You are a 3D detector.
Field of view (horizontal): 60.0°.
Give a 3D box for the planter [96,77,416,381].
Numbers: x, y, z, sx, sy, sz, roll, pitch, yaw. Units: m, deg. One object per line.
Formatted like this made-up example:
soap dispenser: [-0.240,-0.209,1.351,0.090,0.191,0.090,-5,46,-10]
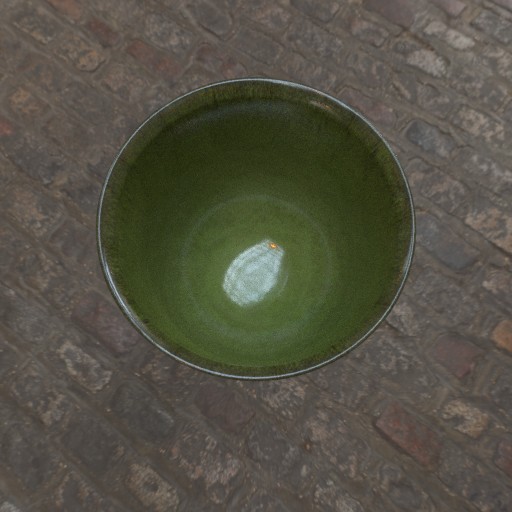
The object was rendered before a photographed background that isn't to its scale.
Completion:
planter: [0.000,0.000,0.497,0.266,0.270,0.266,0,75,0]
